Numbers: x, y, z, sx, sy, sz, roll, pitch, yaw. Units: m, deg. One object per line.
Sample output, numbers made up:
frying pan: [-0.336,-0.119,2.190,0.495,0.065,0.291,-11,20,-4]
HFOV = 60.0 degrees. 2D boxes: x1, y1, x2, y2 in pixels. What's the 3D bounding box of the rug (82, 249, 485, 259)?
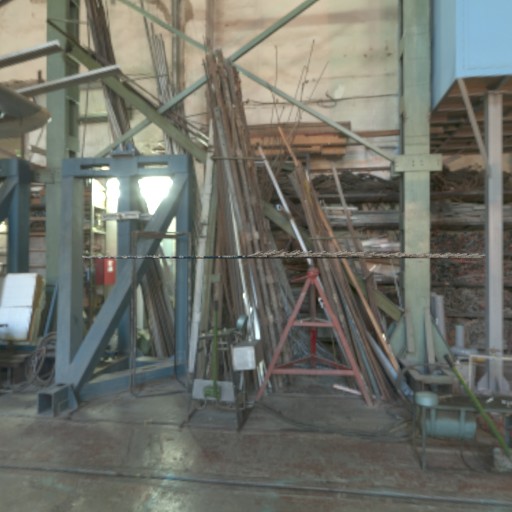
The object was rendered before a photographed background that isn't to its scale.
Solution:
rug: [0.000,0.000,4.337,2.418,0.047,3.307,0,-1,-37]
